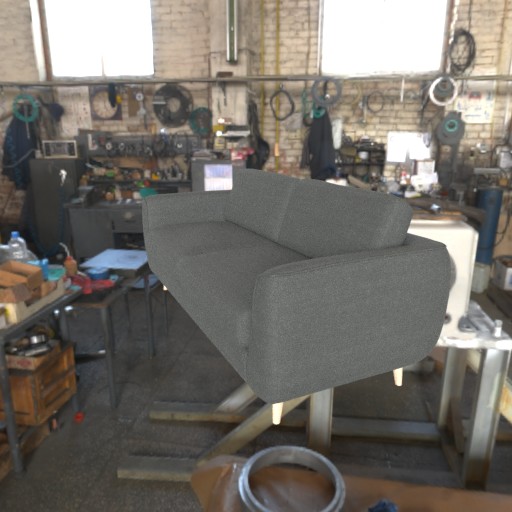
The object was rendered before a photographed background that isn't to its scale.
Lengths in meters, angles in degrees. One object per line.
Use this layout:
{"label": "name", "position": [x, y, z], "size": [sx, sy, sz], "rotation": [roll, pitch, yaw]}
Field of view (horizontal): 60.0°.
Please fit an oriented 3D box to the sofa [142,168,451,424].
{"label": "sofa", "position": [0.000, 0.000, 2.478], "size": [0.920, 0.850, 2.000], "rotation": [-7, 17, -25]}
